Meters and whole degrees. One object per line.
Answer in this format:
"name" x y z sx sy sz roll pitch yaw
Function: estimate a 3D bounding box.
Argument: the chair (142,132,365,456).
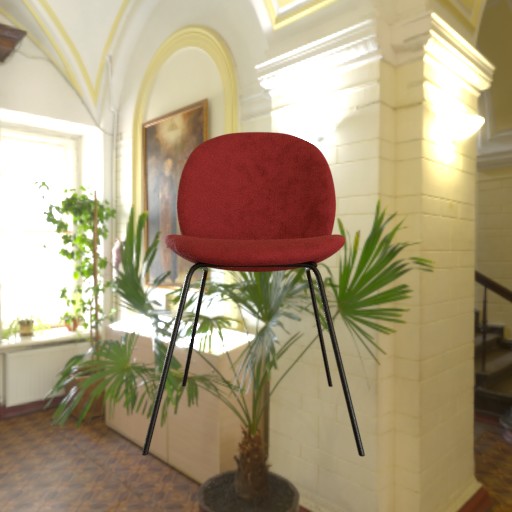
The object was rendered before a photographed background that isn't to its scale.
"chair" 0.000 0.000 1.154 0.458 0.791 0.587 0 1 1
